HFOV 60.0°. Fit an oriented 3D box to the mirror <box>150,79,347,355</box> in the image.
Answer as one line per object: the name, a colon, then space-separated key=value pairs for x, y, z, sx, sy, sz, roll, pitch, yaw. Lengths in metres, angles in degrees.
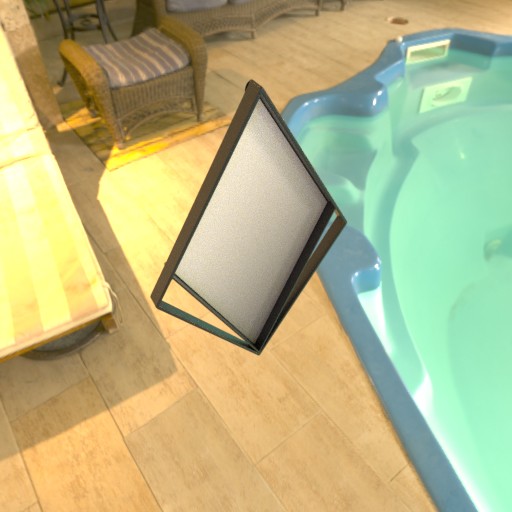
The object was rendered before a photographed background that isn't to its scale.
mirror: x=0.000 y=0.000 z=0.843 sx=0.419 sy=0.679 sz=0.032 roll=-24 pitch=51 yaw=-21
